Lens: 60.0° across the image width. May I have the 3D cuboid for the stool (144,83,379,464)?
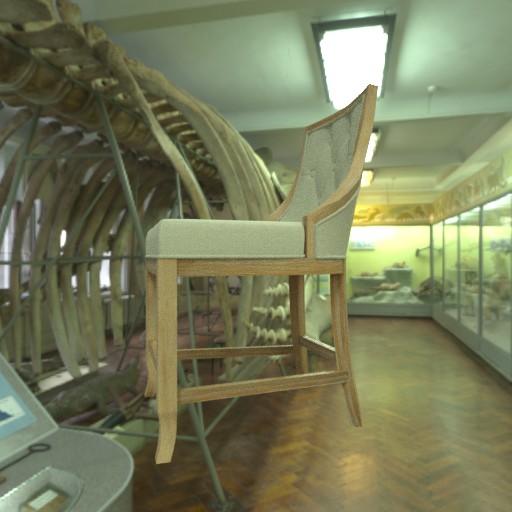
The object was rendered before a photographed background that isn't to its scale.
[{"bbox_3d":[0.000,0.000,1.332,0.626,0.938,0.524,0,0,-17],"label":"stool"}]
